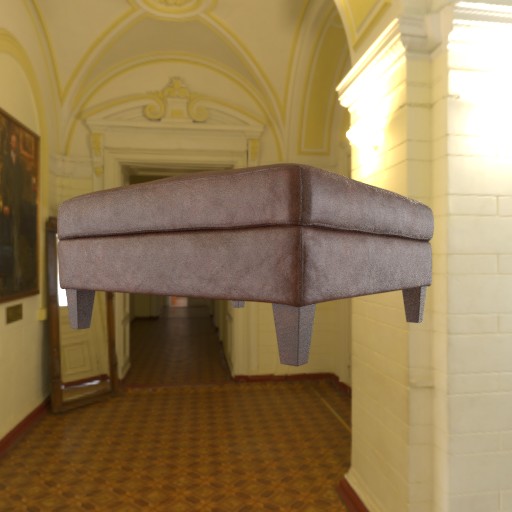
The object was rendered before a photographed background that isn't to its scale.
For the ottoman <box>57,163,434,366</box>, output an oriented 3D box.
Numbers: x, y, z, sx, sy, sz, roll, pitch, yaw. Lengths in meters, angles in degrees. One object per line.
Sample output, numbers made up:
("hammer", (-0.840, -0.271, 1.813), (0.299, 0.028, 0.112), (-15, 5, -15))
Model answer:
("ottoman", (0.000, 0.000, 1.335), (0.844, 0.415, 0.836), (0, -1, 37))
